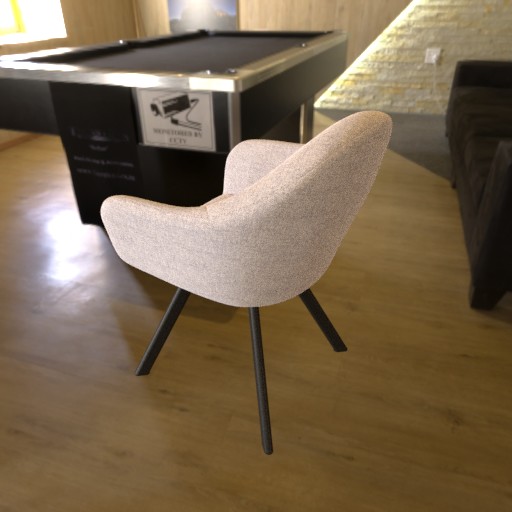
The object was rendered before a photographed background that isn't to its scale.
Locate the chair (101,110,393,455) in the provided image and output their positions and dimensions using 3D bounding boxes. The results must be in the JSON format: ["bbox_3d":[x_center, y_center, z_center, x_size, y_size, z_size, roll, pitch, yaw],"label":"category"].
[{"bbox_3d":[0.000,0.000,1.145,0.570,0.780,0.540,19,36,29],"label":"chair"}]
